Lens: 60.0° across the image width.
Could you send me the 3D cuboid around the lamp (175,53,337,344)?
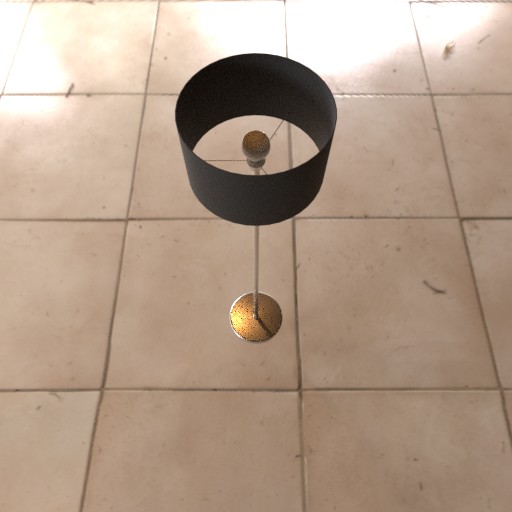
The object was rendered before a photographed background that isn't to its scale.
[{"bbox_3d":[0.000,0.000,1.601,0.348,1.443,0.348,-1,64,0],"label":"lamp"}]
